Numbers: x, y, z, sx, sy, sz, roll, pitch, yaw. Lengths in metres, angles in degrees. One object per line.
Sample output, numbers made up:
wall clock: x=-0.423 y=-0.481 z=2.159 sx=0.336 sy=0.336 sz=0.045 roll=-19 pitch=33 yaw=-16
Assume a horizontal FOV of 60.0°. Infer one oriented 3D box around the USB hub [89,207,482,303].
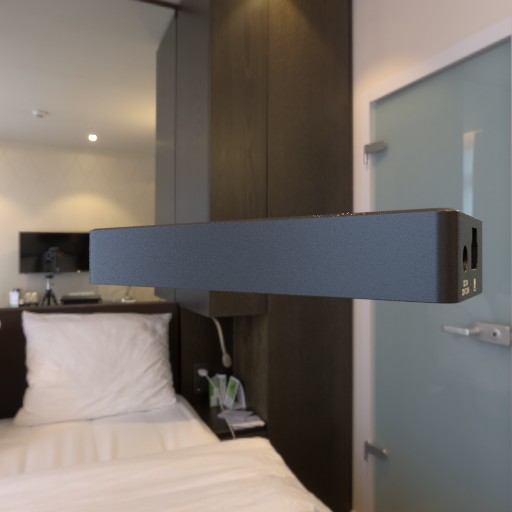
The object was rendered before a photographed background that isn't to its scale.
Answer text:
USB hub: x=0.000 y=0.000 z=0.163 sx=0.145 sy=0.023 sz=0.044 roll=0 pitch=0 yaw=35
